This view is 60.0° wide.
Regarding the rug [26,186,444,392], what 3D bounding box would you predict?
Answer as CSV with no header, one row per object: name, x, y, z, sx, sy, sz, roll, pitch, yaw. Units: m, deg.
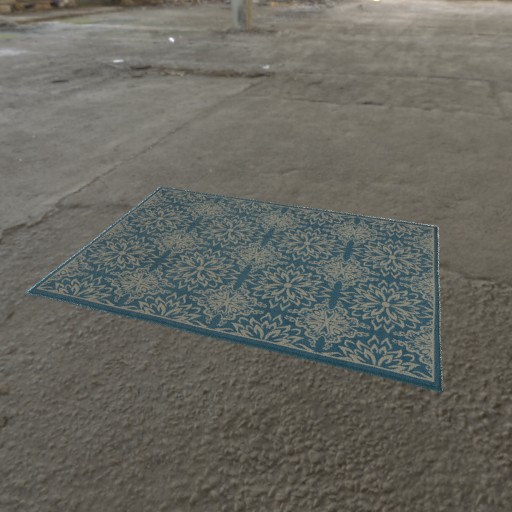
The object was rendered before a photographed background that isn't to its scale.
rug,0.000,0.000,2.806,2.205,0.012,1.554,10,34,15
